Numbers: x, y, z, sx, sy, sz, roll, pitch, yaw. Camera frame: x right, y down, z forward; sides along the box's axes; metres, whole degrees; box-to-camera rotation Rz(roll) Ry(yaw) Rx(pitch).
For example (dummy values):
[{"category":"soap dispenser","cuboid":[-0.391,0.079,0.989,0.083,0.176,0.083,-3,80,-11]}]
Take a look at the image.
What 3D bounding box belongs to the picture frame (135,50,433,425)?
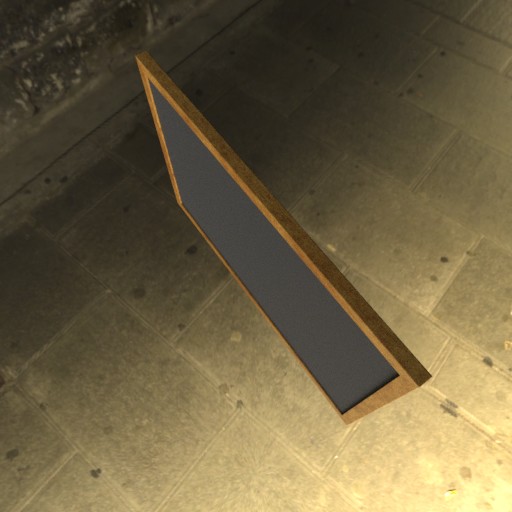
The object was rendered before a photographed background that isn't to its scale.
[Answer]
[{"category":"picture frame","cuboid":[0.000,0.000,1.144,0.029,0.621,0.922,-33,68,-15]}]
